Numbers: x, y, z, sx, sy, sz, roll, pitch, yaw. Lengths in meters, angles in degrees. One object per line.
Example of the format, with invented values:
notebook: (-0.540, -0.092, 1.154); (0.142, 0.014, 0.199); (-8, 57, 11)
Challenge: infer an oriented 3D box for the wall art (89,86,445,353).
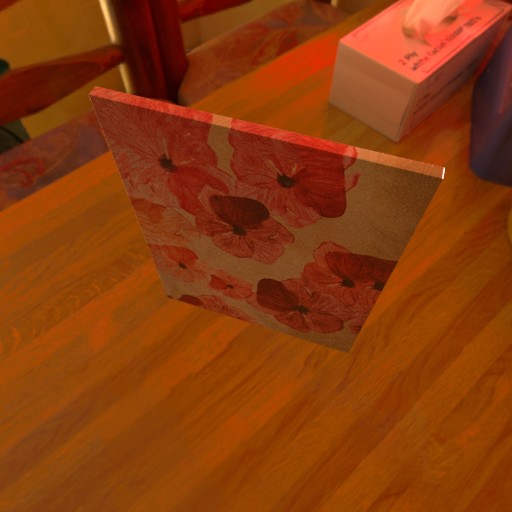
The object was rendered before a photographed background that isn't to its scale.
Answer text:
wall art: (0.000, 0.000, 1.347); (0.762, 1.015, 0.031); (16, 60, 9)
